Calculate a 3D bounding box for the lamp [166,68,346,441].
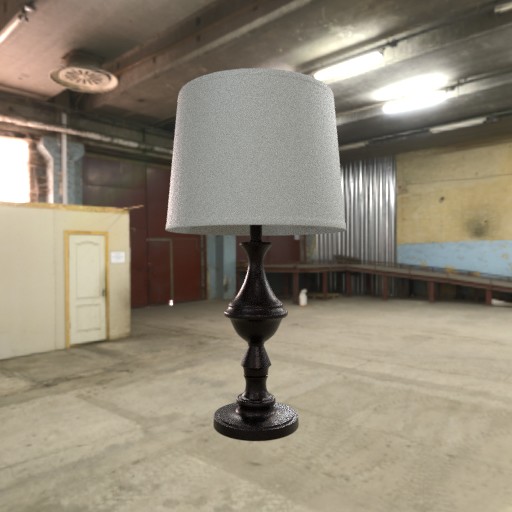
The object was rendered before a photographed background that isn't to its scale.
[{"bbox_3d":[0.000,0.000,0.960,0.383,0.726,0.383,0,0,0],"label":"lamp"}]
